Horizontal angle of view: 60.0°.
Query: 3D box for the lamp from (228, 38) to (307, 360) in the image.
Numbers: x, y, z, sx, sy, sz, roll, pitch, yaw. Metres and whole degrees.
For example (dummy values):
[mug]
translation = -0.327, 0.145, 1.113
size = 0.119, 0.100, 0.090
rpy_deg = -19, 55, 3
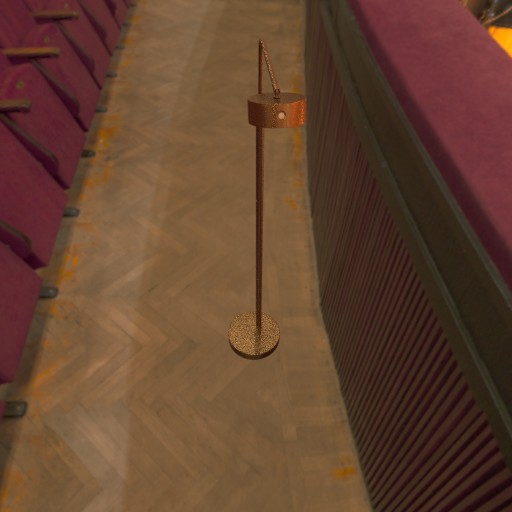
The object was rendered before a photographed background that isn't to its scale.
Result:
[lamp]
translation = 0.000, 0.000, 1.397
size = 0.219, 1.230, 0.418
rpy_deg = -4, 47, -3
